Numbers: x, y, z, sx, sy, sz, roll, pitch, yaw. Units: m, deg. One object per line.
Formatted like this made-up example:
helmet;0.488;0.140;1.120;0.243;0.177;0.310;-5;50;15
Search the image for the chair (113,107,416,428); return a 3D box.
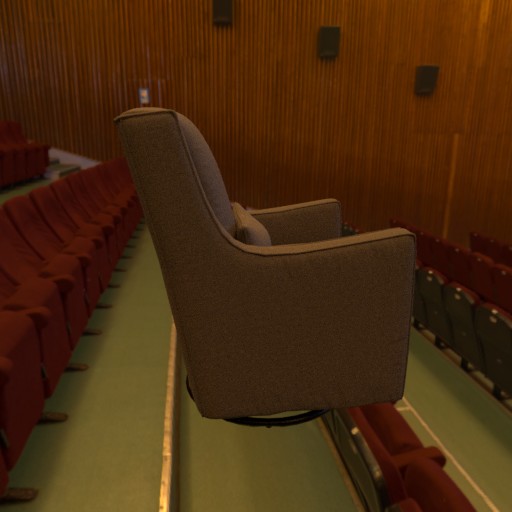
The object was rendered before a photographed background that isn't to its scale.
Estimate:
chair;0.000;0.000;1.581;0.879;0.993;0.732;-2;16;-9
